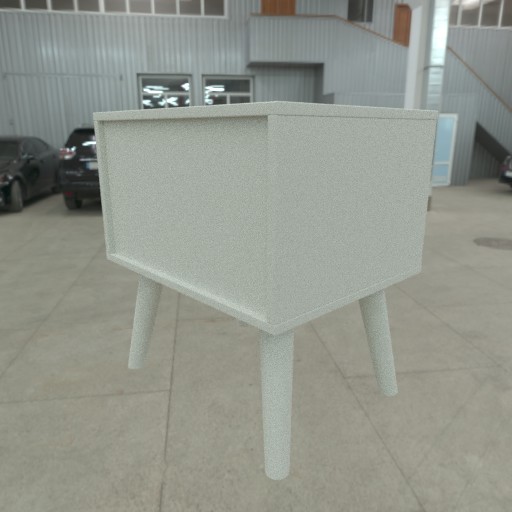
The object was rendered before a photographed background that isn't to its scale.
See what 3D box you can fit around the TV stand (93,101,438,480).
[{"bbox_3d":[0.000,0.000,0.903,0.405,0.559,0.508,-14,21,-41],"label":"TV stand"}]
